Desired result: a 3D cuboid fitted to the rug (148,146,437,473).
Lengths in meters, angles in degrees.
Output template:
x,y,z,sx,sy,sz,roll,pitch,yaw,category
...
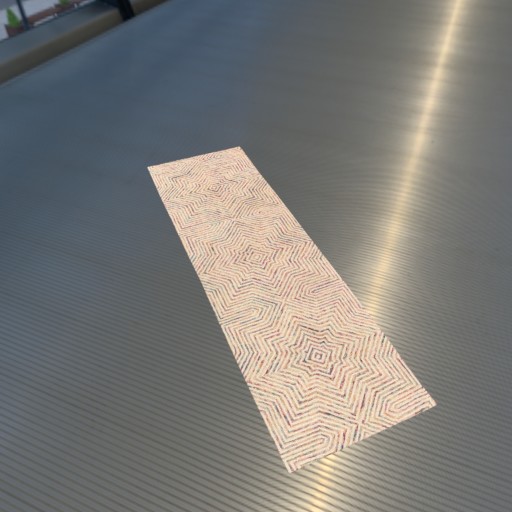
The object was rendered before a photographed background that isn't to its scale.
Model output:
x,y,z,sx,sy,sz,roll,pitch,yaw,category
0.000,0.000,2.721,0.771,0.009,2.443,-17,47,-16,rug
